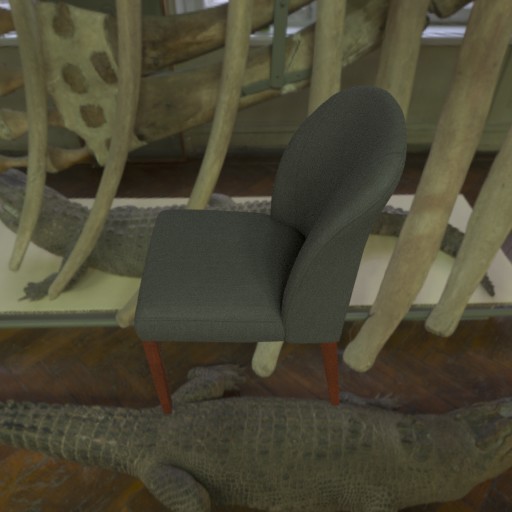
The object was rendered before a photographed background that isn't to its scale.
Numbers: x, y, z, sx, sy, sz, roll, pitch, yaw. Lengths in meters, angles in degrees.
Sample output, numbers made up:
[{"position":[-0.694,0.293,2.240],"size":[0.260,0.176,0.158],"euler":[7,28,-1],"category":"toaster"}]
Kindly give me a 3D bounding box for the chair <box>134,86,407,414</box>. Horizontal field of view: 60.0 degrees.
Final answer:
[{"position":[0.000,0.000,1.246],"size":[0.619,0.879,0.506],"euler":[-1,40,-2],"category":"chair"}]
